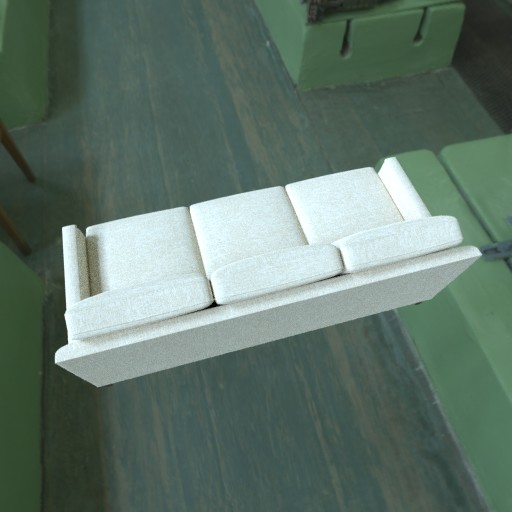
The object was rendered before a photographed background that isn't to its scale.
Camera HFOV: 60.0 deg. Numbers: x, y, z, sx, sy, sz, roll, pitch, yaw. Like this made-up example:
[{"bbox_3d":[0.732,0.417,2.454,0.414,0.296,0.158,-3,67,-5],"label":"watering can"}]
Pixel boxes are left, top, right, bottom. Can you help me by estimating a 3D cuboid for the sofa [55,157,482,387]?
[{"bbox_3d":[0.000,0.000,2.739,2.210,0.940,1.041,-13,58,-8],"label":"sofa"}]
